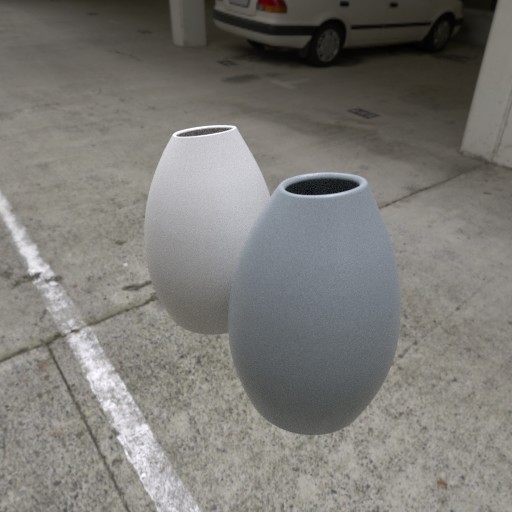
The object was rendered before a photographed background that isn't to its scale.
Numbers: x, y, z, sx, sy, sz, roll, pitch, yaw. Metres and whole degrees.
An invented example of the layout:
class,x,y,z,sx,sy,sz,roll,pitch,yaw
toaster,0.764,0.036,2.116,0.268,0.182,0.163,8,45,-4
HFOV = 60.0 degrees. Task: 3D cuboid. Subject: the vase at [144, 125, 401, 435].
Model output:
class,x,y,z,sx,sy,sz,roll,pitch,yaw
vase,0.000,0.000,0.260,0.089,0.131,0.187,-22,39,-31
